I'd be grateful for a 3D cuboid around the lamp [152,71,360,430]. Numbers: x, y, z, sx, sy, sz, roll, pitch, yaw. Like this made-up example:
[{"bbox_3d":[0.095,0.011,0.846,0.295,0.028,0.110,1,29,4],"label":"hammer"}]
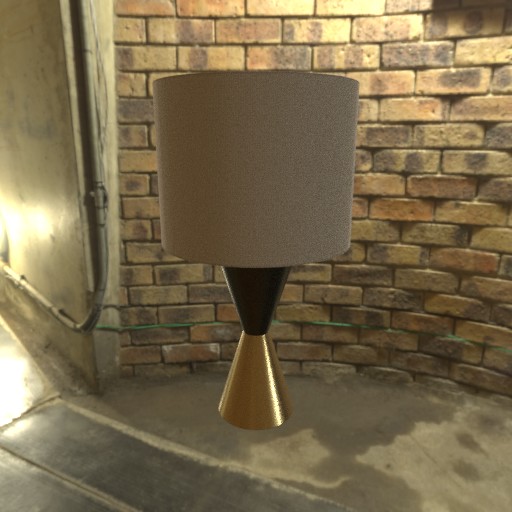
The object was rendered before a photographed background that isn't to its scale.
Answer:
[{"bbox_3d":[0.000,0.000,0.738,0.304,0.573,0.304,-3,16,-11],"label":"lamp"}]
